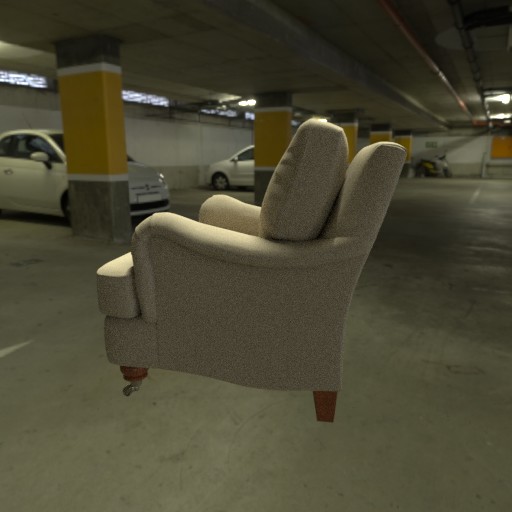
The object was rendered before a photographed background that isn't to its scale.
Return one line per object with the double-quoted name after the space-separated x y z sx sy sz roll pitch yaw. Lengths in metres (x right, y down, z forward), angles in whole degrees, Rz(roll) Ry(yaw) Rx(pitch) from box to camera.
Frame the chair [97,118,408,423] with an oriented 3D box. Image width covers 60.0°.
0.000 0.000 1.911 1.078 1.076 0.895 2 13 10 "chair"
